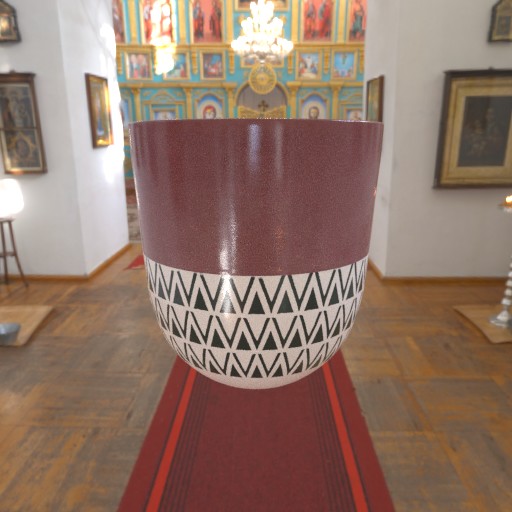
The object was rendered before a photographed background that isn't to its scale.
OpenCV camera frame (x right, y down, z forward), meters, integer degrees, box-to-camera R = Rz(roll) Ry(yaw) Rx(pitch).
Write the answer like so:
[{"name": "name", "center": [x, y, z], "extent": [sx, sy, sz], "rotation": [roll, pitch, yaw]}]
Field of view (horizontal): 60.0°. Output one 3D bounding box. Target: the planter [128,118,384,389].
[{"name": "planter", "center": [0.000, 0.000, 0.376], "extent": [0.195, 0.214, 0.195], "rotation": [0, 14, 0]}]
